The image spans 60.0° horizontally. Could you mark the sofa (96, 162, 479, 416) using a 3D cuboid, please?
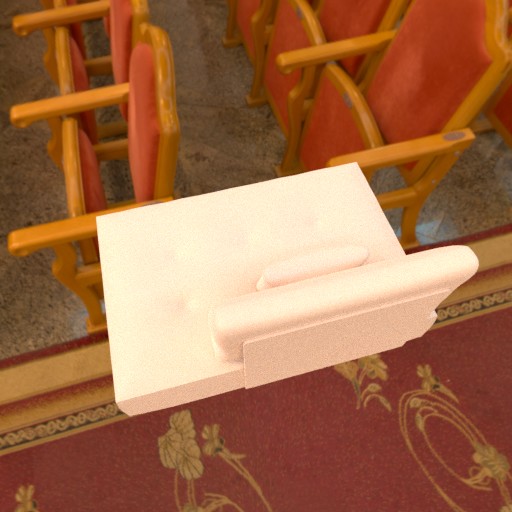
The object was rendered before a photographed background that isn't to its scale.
[{"bbox_3d":[0.000,0.000,2.065,1.450,0.820,1.000,-13,60,-8],"label":"sofa"}]
